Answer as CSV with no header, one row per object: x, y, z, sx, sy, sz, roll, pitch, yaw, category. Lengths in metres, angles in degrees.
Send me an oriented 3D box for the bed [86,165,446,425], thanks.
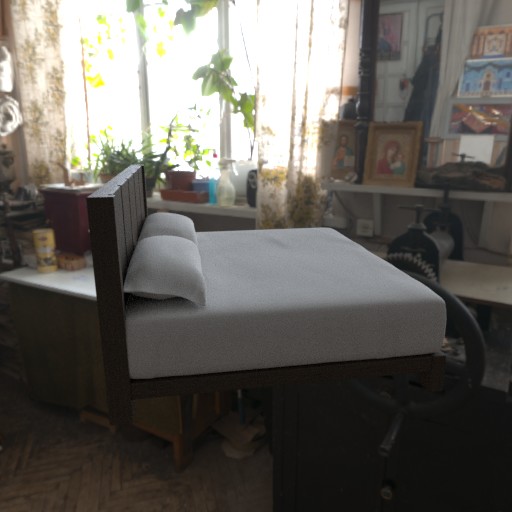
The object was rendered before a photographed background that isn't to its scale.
0.000,0.000,3.464,2.012,1.270,2.134,-3,16,-9,bed
